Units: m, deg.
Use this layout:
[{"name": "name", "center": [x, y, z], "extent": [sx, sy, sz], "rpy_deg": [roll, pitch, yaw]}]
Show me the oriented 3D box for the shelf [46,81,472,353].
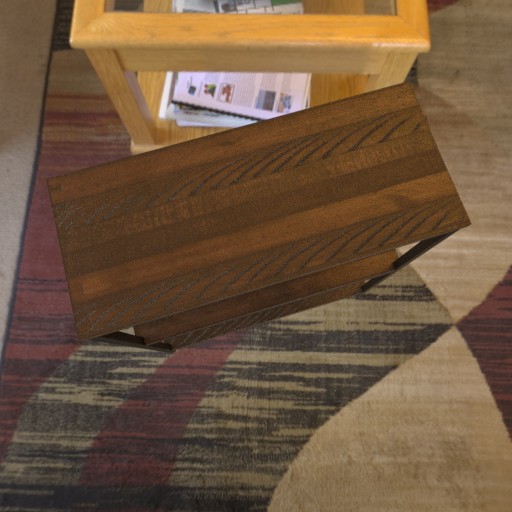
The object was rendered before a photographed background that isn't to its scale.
[{"name": "shelf", "center": [0.000, 0.000, 1.385], "extent": [0.822, 0.947, 0.352], "rpy_deg": [-16, 77, -4]}]
